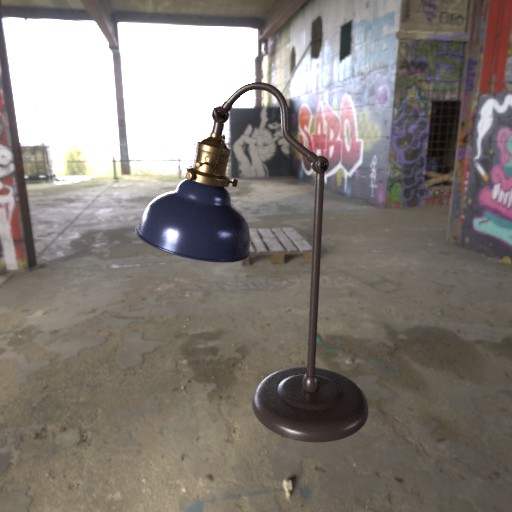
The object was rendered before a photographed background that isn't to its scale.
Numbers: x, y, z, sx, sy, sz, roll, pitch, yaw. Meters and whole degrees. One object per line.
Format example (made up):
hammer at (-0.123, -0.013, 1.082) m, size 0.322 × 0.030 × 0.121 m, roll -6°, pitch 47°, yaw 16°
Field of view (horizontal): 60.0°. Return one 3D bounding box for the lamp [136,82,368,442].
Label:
lamp at (0.000, 0.000, 0.691) m, size 0.374 × 0.508 × 0.192 m, roll 2°, pitch 15°, yaw 9°
